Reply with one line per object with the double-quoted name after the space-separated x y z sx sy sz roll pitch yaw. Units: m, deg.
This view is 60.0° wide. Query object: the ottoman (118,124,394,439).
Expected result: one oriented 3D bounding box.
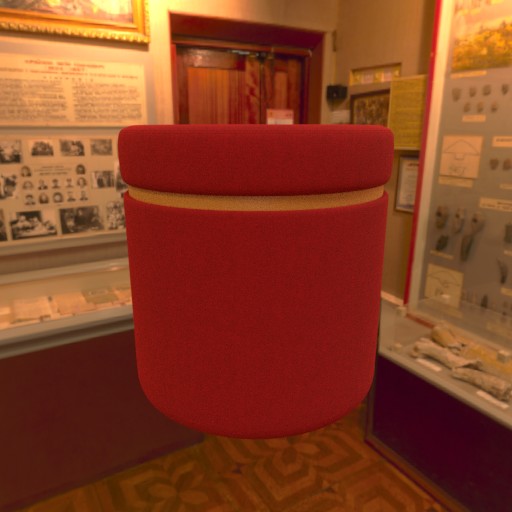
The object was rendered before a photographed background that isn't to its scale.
0.000 0.000 0.717 0.400 0.406 0.400 0 16 0 "ottoman"
